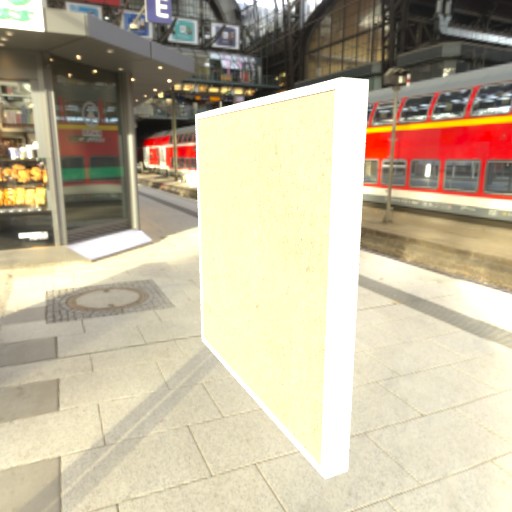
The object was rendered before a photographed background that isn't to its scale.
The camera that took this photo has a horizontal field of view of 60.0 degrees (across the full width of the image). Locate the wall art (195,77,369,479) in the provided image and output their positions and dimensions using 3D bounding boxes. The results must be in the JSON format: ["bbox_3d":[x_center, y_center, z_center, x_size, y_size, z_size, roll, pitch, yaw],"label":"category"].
[{"bbox_3d":[0.000,0.000,0.770,0.038,0.508,0.508,-6,14,-25],"label":"wall art"}]
